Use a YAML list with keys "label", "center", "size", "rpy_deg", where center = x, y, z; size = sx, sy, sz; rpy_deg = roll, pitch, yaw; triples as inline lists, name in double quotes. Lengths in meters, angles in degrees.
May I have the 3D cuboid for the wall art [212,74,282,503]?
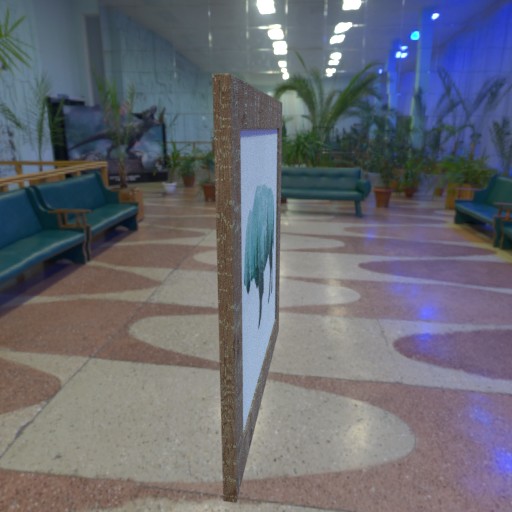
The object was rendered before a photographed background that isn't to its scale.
- label: "wall art"
  center: [0.000, 0.000, 0.552]
  size: [0.022, 0.380, 0.380]
  rpy_deg: [2, 16, 9]
